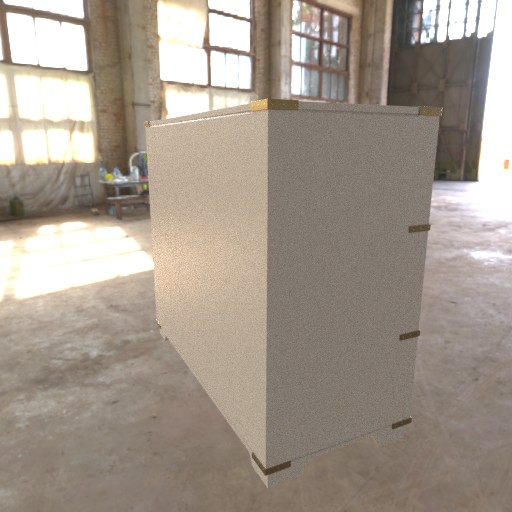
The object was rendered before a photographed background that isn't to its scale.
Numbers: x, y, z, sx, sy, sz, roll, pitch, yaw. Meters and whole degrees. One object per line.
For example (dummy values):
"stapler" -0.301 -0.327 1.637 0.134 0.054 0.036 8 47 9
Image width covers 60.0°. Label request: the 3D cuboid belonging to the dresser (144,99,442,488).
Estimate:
"dresser" 0.000 0.000 1.482 0.460 0.891 1.022 -7 16 -26
